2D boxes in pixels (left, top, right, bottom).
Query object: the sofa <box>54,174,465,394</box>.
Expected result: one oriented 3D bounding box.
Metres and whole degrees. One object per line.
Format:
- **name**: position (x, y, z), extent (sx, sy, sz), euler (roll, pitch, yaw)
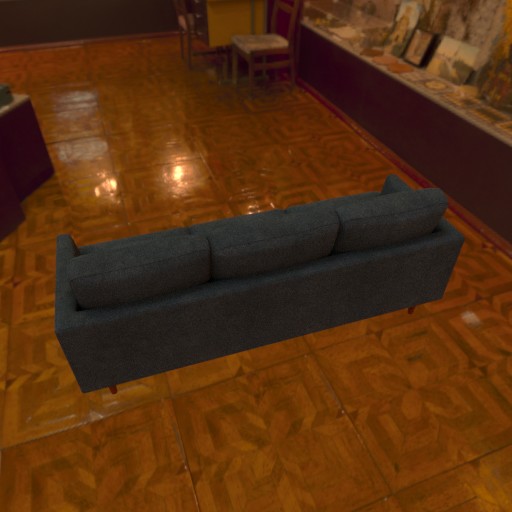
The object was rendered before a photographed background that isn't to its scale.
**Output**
- **sofa**: position (0.000, 0.000, 2.709), extent (2.246, 0.930, 0.903), euler (-12, 42, -14)
